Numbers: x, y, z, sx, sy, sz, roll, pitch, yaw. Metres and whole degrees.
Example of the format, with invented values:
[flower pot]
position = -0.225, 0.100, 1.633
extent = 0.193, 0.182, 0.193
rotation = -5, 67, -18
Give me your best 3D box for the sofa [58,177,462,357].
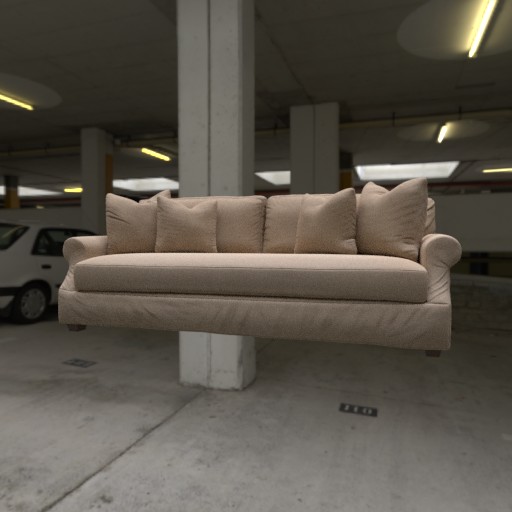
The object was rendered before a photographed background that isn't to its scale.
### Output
[sofa]
position = 0.000, 0.000, 2.798
extent = 2.285, 0.904, 1.067
rotation = 1, 2, 17
